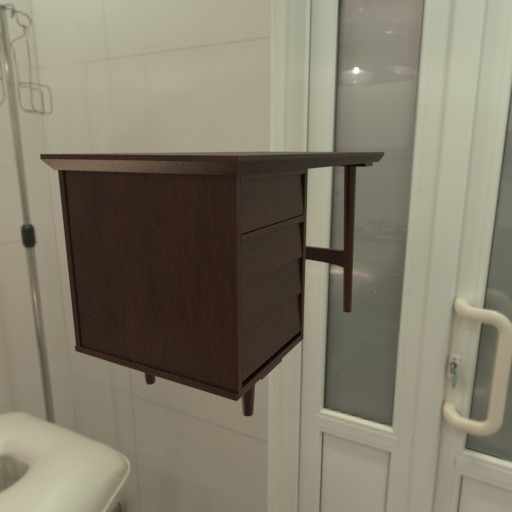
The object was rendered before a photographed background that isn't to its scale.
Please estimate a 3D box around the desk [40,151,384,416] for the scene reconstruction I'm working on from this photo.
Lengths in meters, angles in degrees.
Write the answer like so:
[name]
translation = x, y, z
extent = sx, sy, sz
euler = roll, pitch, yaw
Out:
[desk]
translation = 0.000, 0.000, 1.669
extent = 0.612, 0.758, 1.277
euler = 7, 15, 28
